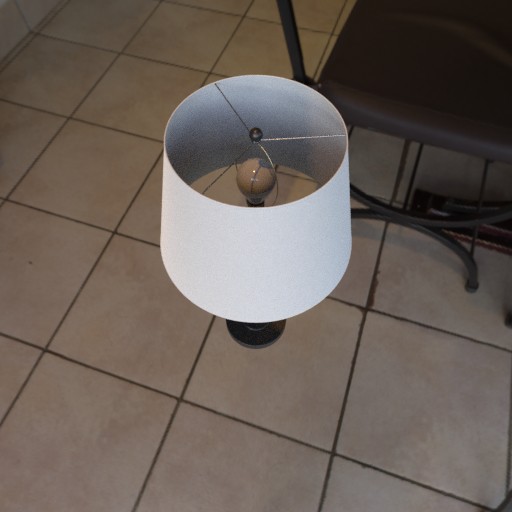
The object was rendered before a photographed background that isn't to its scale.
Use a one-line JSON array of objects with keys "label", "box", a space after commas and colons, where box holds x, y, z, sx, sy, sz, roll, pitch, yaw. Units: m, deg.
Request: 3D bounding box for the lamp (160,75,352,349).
[{"label": "lamp", "box": [0.000, 0.000, 0.919, 0.363, 0.696, 0.363, 0, 59, 0]}]
